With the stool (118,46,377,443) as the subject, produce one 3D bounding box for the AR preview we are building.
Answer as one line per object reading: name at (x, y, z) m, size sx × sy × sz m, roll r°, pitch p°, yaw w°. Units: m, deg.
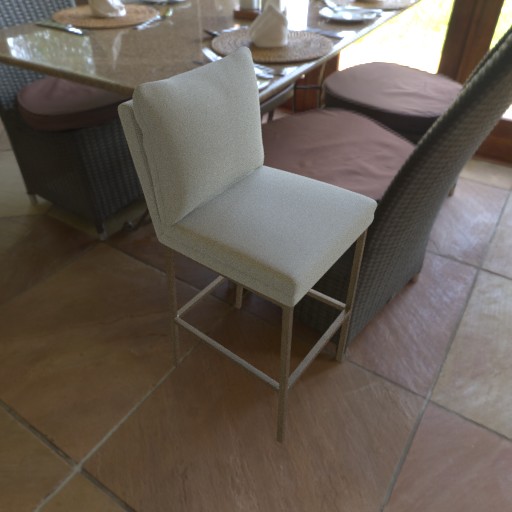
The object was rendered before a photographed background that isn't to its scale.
stool at (0.000, 0.000, 1.431) m, size 0.572 × 1.125 × 0.463 m, roll 25°, pitch 46°, yaw 27°
